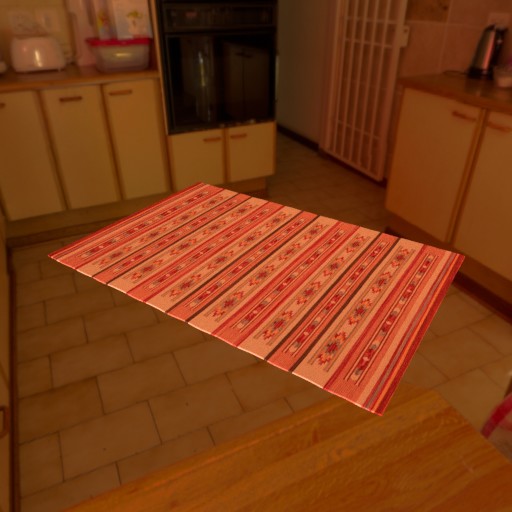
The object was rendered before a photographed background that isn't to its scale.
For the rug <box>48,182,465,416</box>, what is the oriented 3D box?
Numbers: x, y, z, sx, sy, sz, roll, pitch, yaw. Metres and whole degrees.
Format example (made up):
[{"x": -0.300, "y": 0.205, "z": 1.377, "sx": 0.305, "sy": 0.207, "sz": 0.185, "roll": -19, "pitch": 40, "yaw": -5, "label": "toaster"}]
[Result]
[{"x": 0.000, "y": 0.000, "z": 2.321, "sx": 1.817, "sy": 0.008, "sz": 1.223, "roll": 19, "pitch": 36, "yaw": 29, "label": "rug"}]
